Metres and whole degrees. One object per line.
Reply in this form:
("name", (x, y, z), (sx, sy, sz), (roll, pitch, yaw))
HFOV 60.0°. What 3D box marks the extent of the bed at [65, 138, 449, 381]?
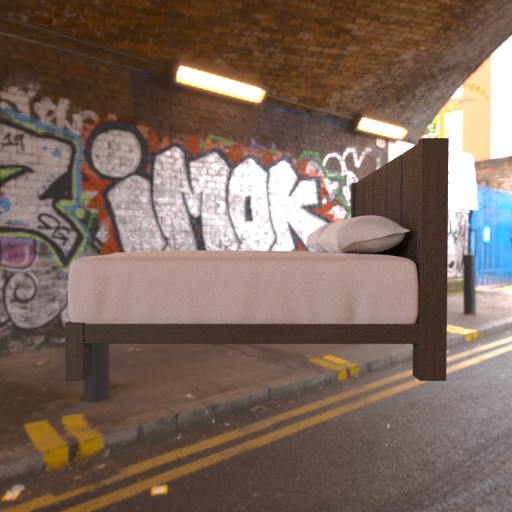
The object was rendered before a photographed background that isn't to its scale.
("bed", (0.000, 0.000, 3.156), (1.992, 1.261, 1.735), (0, 1, 0))
